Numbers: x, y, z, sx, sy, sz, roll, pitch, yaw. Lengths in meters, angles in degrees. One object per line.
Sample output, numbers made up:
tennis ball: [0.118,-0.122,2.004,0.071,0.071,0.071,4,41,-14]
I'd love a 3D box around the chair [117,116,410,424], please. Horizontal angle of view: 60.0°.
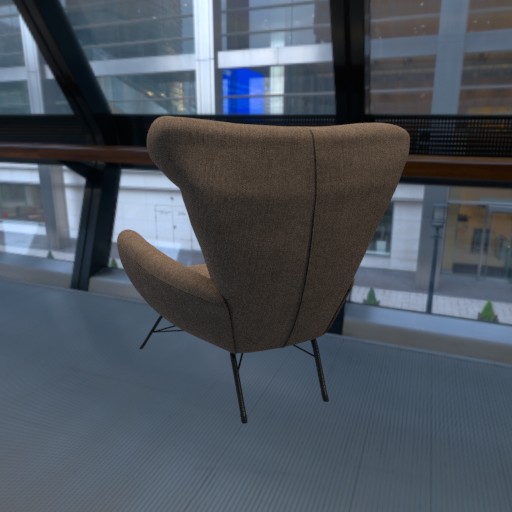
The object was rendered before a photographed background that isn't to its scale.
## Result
chair: [0.000,0.000,1.786,0.980,1.040,0.900,-7,16,-24]
